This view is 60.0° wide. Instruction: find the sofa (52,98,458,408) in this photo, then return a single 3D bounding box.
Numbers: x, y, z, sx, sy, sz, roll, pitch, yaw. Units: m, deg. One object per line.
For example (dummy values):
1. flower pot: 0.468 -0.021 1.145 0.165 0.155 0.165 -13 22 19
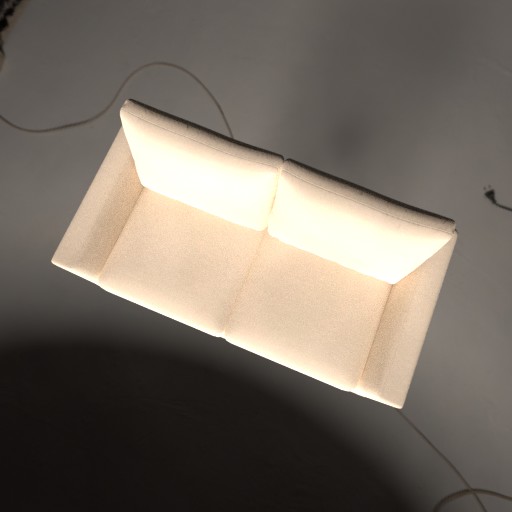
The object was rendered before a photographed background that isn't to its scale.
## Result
1. sofa: 0.000 0.000 2.284 1.739 0.995 0.906 22 78 5
